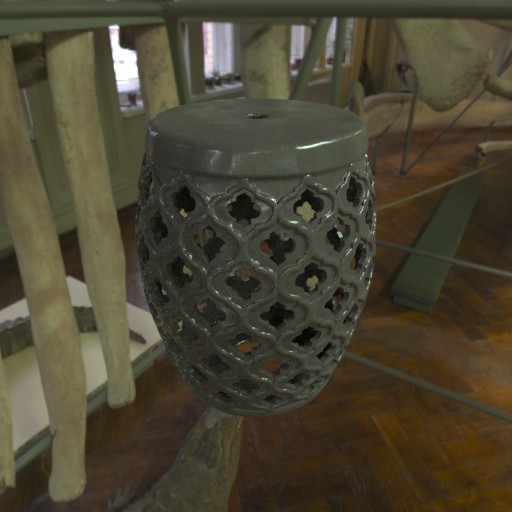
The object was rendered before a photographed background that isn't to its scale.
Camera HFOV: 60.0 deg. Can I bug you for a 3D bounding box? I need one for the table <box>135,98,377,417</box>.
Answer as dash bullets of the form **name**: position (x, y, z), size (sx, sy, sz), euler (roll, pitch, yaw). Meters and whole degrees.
- **table**: position (0.000, 0.000, 0.631), size (0.325, 0.388, 0.325), euler (0, 29, 0)
